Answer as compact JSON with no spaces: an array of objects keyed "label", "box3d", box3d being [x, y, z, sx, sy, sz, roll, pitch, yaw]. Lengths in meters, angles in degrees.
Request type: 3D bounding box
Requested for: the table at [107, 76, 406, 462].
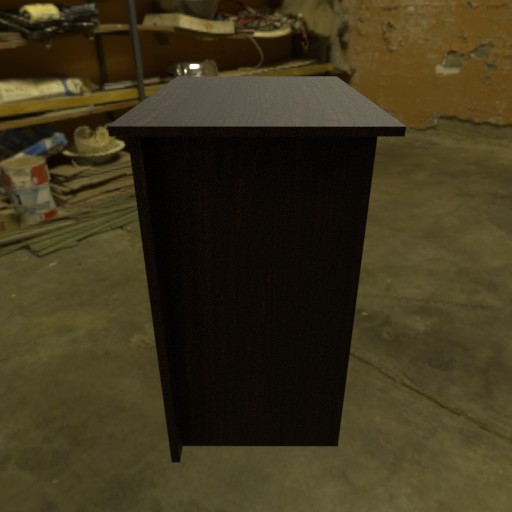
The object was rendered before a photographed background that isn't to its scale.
[{"label":"table","box3d":[0.000,0.000,1.025,0.406,0.711,0.591,0,28,0]}]
